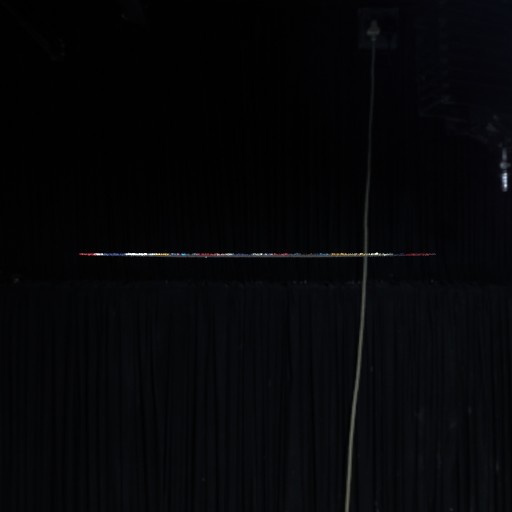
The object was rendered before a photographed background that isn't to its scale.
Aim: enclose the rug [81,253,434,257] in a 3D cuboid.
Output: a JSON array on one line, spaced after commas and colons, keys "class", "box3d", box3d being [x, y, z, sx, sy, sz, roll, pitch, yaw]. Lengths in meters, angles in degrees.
[{"class": "rug", "box3d": [0.000, 0.000, 3.003, 1.465, 0.012, 2.465, 0, 0, -1]}]
